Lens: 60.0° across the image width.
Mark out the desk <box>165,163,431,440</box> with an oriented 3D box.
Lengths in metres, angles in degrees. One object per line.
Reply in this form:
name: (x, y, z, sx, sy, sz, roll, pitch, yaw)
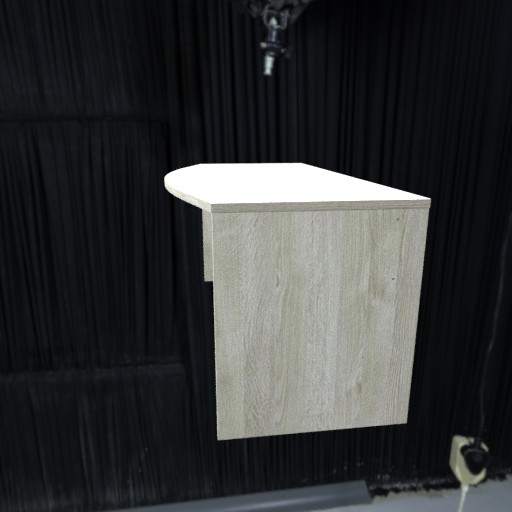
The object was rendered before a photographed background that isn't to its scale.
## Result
desk: (0.000, 0.000, 2.094, 0.802, 0.752, 1.600, -2, 16, -8)
